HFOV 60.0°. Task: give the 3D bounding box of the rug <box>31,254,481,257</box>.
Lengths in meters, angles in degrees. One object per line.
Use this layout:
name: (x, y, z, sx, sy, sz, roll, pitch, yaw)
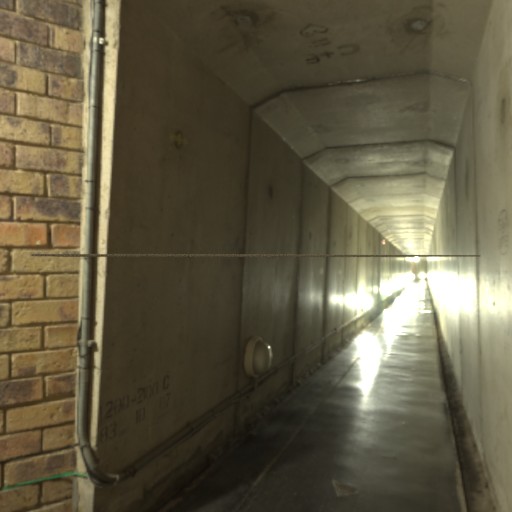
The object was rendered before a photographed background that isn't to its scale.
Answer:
rug: (0.000, 0.000, 3.614, 3.048, 0.011, 1.546, 0, 0, -17)
